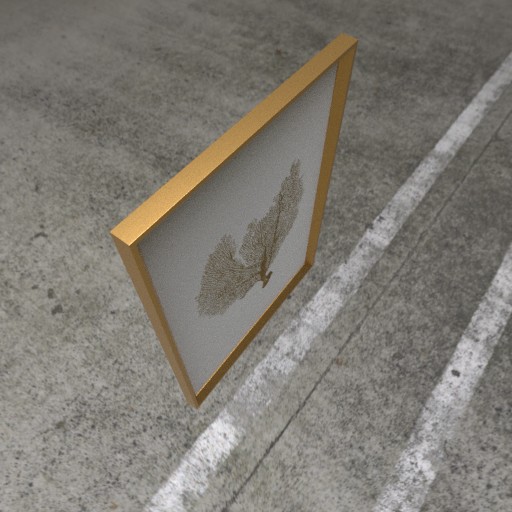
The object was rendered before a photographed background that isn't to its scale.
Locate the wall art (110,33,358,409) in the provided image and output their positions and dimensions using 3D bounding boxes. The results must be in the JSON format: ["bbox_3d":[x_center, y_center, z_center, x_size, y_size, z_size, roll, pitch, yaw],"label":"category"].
[{"bbox_3d":[0.000,0.000,1.065,0.038,0.812,0.610,32,62,20],"label":"wall art"}]
